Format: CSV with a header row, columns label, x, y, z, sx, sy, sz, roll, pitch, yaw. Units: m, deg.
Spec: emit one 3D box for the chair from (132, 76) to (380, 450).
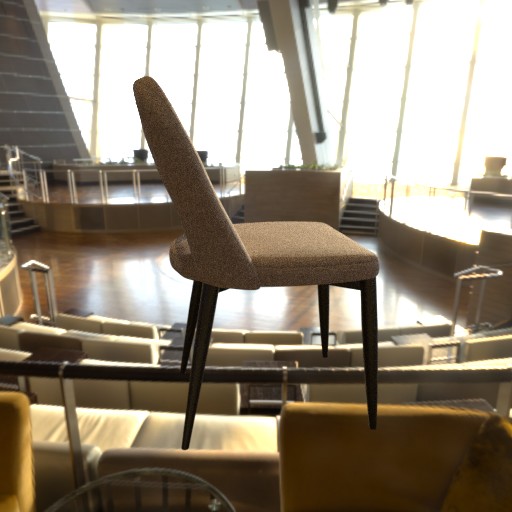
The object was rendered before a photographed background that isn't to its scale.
label,x,y,z,sx,sy,sz,roll,pitch,yaw
chair,0.000,0.000,1.265,0.612,0.931,0.470,-3,16,-10
